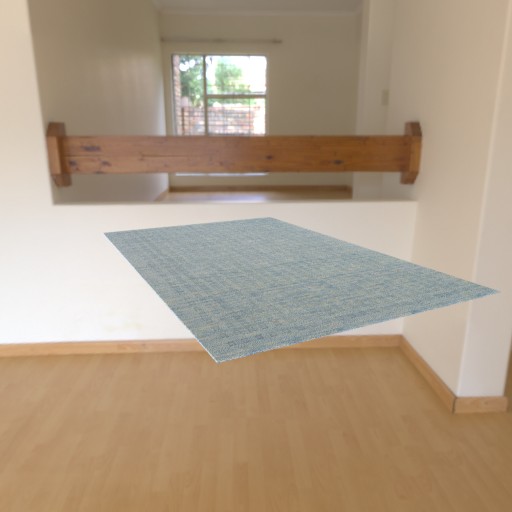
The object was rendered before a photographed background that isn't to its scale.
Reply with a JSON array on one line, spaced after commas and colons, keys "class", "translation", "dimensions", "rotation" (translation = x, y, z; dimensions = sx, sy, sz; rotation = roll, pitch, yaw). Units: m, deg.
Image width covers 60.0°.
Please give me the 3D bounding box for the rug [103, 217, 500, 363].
[{"class": "rug", "translation": [0.000, 0.000, 2.148], "dimensions": [1.142, 0.006, 1.752], "rotation": [-8, 17, -27]}]
